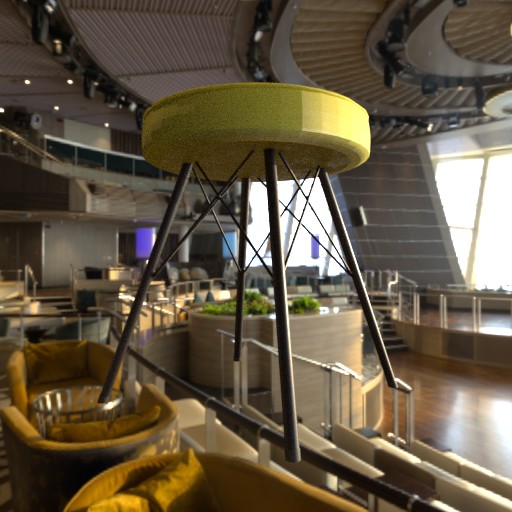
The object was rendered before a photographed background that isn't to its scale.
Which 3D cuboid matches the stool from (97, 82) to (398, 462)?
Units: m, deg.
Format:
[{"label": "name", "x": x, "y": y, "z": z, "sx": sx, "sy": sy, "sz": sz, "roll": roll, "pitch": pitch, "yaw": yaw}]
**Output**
[{"label": "stool", "x": 0.000, "y": 0.000, "z": 0.817, "sx": 0.409, "sy": 0.508, "sz": 0.409, "roll": 0, "pitch": -1, "yaw": 35}]
